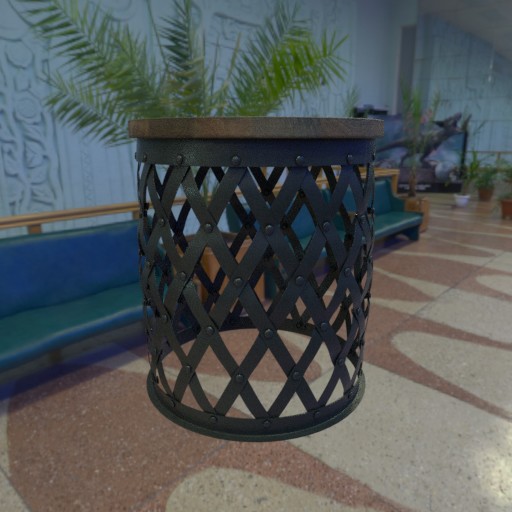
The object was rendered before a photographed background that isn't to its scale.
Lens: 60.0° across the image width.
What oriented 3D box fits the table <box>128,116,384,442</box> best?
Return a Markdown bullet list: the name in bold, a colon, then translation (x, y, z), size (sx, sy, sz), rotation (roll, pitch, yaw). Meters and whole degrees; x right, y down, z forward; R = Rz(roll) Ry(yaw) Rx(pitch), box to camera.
- **table**: translation (0.000, 0.000, 0.783), size (0.405, 0.454, 0.405), rotation (0, 15, 0)
